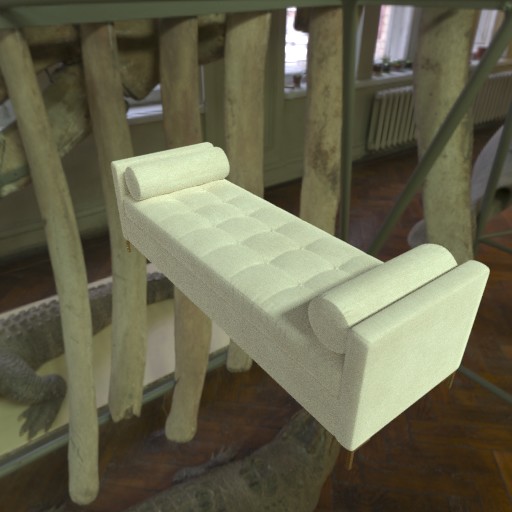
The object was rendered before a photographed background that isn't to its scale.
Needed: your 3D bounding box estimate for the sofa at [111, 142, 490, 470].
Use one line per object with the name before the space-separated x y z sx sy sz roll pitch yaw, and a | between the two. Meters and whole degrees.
sofa | 0.000 0.000 2.283 0.686 0.635 1.981 -21 37 -31
